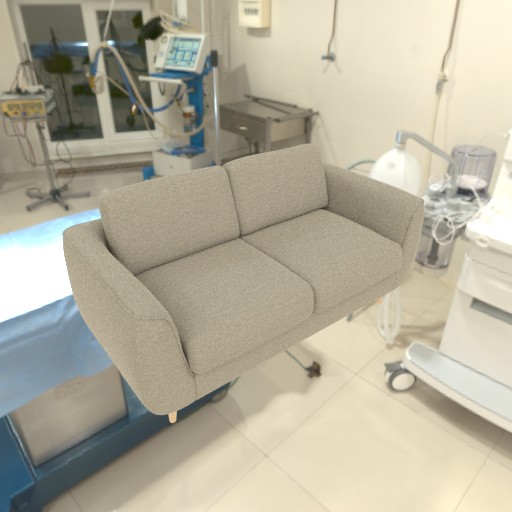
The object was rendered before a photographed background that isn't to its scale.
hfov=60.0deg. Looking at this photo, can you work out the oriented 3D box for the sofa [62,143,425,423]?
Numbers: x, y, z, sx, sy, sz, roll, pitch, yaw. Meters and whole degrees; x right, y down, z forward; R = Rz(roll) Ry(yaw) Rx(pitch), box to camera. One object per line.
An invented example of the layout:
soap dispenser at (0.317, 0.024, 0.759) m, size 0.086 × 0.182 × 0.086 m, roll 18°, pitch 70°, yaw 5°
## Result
sofa at (0.000, 0.000, 2.281) m, size 1.700 × 0.850 × 0.920 m, roll -21°, pitch 37°, yaw -32°
